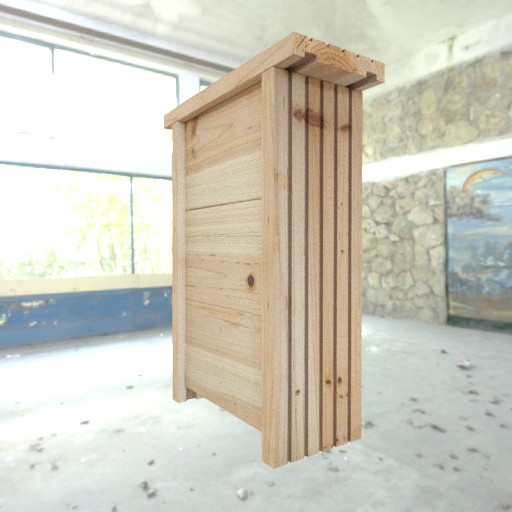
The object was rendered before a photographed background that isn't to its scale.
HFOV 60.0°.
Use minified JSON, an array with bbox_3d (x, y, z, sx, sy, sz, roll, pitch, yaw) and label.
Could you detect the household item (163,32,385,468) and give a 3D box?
[{"bbox_3d":[0.000,0.000,0.558,0.123,0.407,0.301,-1,1,-34],"label":"household item"}]
